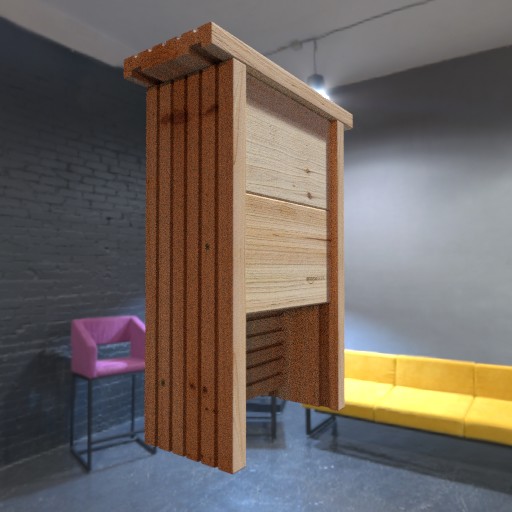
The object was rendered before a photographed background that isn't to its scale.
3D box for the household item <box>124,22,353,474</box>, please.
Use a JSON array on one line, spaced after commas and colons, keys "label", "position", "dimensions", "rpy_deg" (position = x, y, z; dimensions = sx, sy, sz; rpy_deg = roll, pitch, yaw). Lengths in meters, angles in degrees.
[{"label": "household item", "position": [0.000, 0.000, 0.543], "dimensions": [0.123, 0.407, 0.301], "rpy_deg": [-1, -2, 36]}]
